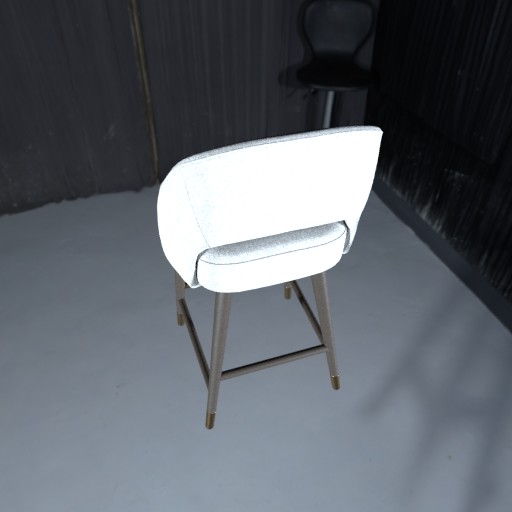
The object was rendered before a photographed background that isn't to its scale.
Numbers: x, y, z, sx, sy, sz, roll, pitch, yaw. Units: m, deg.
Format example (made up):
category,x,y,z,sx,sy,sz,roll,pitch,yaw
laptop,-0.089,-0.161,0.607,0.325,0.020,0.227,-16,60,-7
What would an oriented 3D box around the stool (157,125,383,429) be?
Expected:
category,x,y,z,sx,sy,sz,roll,pitch,yaw
stool,0.000,0.000,1.235,0.494,0.940,0.509,-12,42,-14
